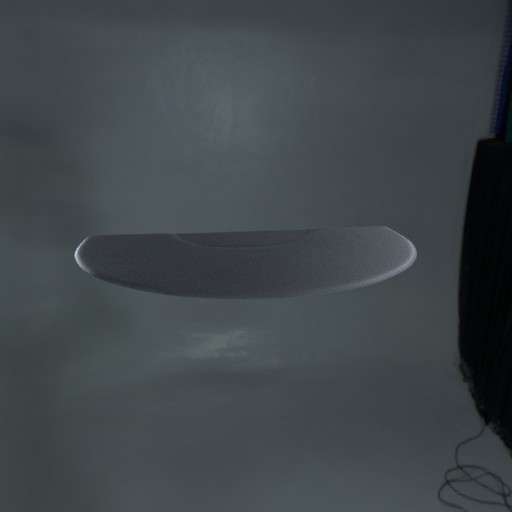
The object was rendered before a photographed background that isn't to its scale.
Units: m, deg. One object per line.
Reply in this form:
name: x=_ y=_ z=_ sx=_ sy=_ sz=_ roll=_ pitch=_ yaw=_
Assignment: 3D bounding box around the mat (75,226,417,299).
mat: x=0.000 y=0.000 z=1.824 sx=1.525 sy=0.016 sz=0.917 roll=-2 pitch=17 yaw=-8
